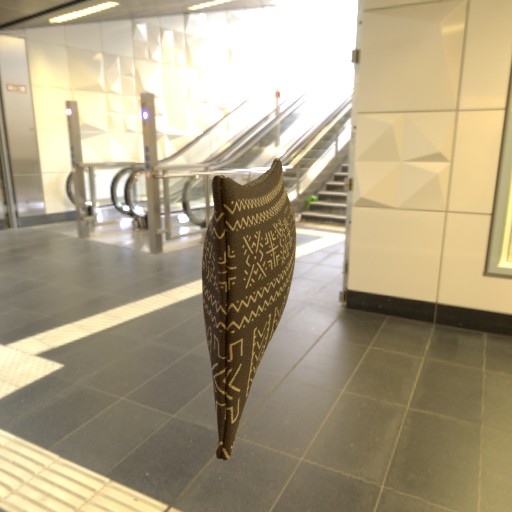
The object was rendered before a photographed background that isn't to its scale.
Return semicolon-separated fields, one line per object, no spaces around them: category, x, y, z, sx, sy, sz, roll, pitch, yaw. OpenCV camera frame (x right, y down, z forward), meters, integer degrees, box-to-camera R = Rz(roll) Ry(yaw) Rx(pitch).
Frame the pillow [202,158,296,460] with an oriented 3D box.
pillow;0.000;0.000;0.781;0.135;0.322;0.667;2;14;8
